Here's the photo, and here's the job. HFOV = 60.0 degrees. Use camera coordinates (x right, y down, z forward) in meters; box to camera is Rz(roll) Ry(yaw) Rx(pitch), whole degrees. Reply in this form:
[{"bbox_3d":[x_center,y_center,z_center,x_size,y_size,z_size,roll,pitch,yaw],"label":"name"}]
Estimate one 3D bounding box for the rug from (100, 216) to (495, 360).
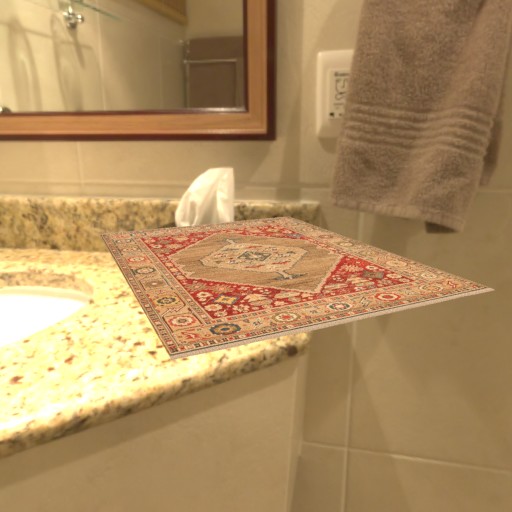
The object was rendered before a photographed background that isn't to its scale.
[{"bbox_3d":[0.000,0.000,4.152,2.451,0.008,3.143,-7,18,-24],"label":"rug"}]
